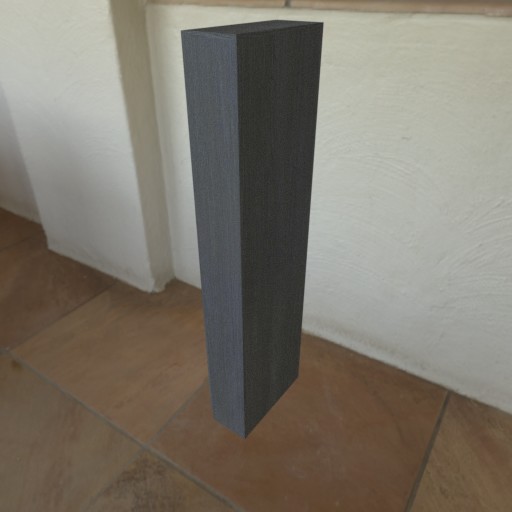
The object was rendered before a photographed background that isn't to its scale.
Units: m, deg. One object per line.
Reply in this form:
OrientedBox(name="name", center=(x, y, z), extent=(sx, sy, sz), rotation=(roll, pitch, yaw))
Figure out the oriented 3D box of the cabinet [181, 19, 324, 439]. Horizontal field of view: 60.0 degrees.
OrientedBox(name="cabinet", center=(0.000, 0.000, 1.935), extent=(0.230, 1.790, 0.500), rotation=(21, 38, 30))
